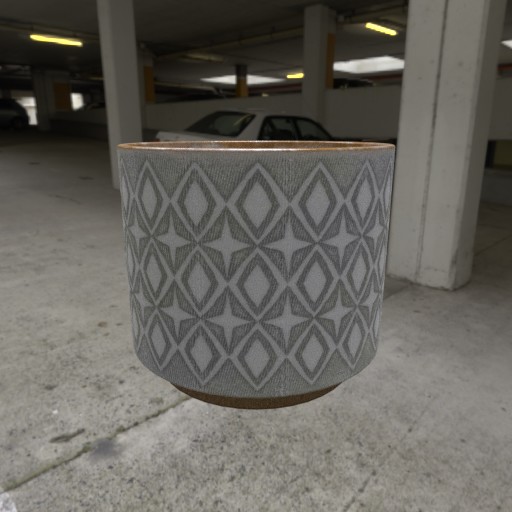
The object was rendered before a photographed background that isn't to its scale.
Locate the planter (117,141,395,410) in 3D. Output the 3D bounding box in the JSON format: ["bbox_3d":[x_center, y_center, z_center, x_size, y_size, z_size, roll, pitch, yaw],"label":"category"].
[{"bbox_3d":[0.000,0.000,0.453,0.255,0.223,0.255,0,16,0],"label":"planter"}]
